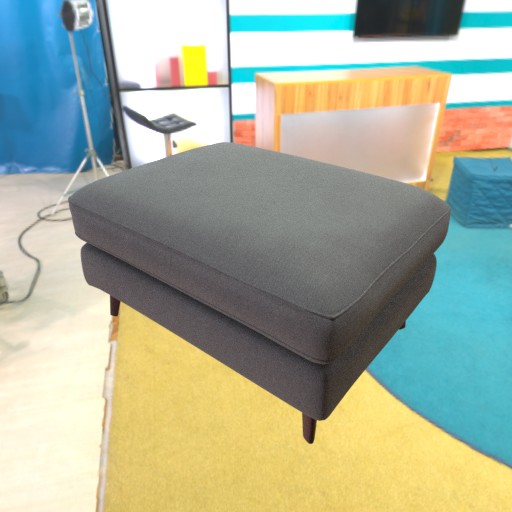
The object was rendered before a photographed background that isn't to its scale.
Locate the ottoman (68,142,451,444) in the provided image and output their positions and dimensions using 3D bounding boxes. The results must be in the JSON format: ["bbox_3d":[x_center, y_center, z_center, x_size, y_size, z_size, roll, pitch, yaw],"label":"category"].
[{"bbox_3d":[0.000,0.000,1.184,0.811,0.449,0.608,22,37,33],"label":"ottoman"}]
